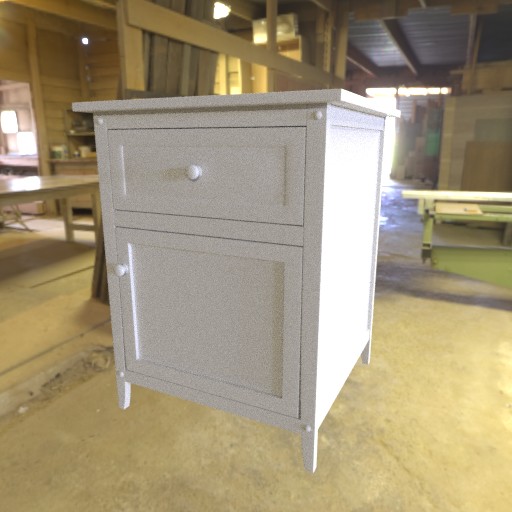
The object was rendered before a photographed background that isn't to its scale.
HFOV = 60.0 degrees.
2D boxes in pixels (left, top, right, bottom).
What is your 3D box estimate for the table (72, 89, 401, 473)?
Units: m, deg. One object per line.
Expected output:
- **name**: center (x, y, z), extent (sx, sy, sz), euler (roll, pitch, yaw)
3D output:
- **table**: center (0.000, 0.000, 0.756), extent (0.381, 0.483, 0.381), euler (7, 16, 25)
